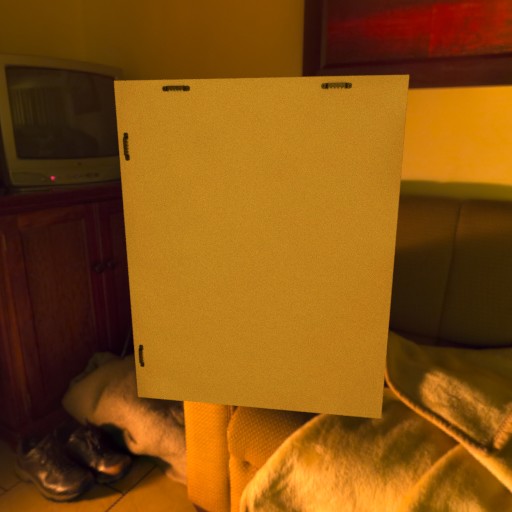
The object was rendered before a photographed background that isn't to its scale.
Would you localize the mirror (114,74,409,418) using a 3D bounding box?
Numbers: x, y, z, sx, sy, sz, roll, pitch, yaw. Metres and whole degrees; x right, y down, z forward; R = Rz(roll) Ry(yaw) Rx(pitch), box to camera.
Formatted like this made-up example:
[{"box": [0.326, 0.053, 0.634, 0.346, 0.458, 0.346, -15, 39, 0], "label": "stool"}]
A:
[{"box": [0.000, 0.000, 0.681, 0.406, 0.509, 0.041, 2, 15, 8], "label": "mirror"}]
